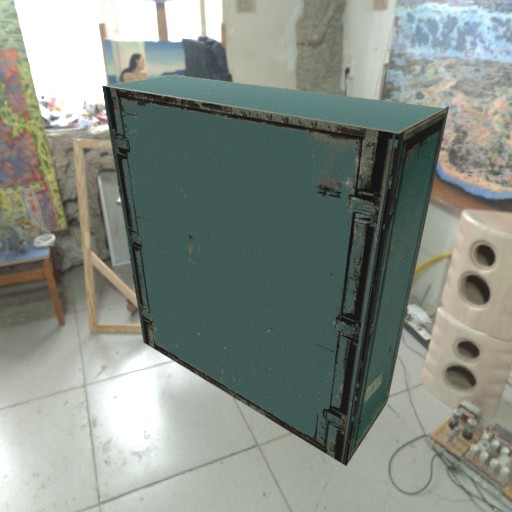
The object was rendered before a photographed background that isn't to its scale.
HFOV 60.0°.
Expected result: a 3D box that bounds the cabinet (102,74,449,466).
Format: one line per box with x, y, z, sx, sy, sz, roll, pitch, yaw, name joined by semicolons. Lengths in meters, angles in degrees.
0.000;0.000;3.120;2.000;2.160;0.680;21;36;32;cabinet
